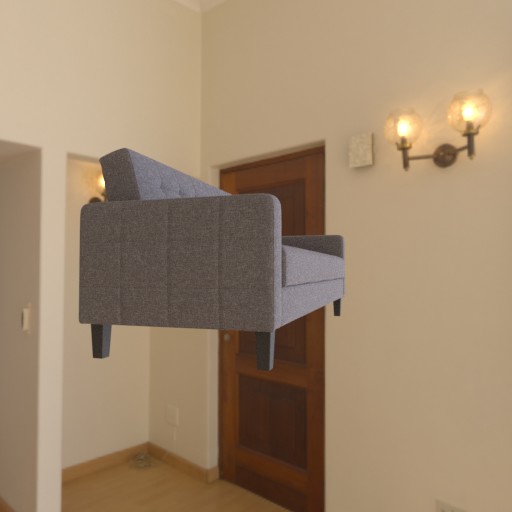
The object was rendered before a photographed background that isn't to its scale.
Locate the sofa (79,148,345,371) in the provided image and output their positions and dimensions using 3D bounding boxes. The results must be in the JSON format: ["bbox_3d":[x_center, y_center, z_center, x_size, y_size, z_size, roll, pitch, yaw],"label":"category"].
[{"bbox_3d":[0.000,0.000,2.552,0.810,0.850,2.040,-1,-2,18],"label":"sofa"}]
